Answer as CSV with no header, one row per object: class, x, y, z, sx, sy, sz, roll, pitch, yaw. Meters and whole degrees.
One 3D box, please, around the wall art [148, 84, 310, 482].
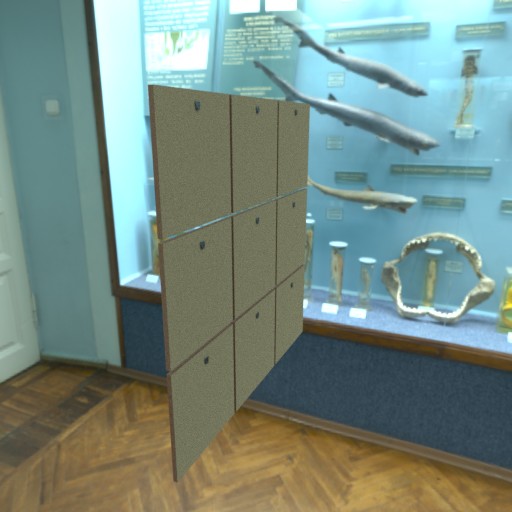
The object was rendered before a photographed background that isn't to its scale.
wall art,0.000,0.000,1.341,0.018,0.904,0.906,8,18,24
